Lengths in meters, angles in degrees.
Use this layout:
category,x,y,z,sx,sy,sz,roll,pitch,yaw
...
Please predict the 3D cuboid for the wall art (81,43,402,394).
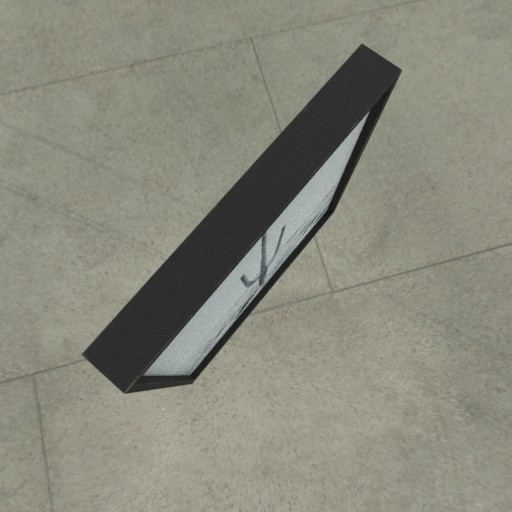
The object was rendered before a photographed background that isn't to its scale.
category,x,y,z,sx,sy,sz,roll,pitch,yaw
wall art,0.000,0.000,0.457,0.038,0.305,0.305,38,78,9
